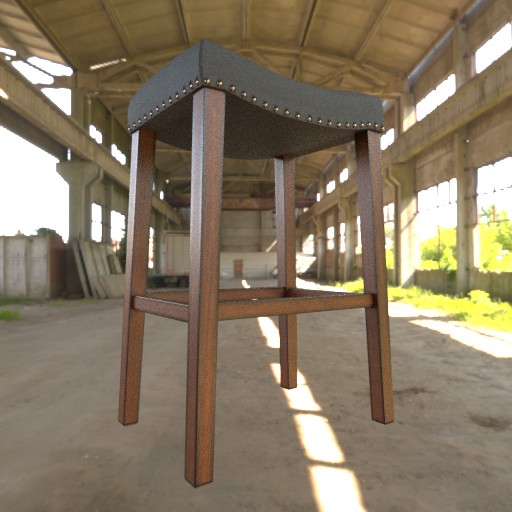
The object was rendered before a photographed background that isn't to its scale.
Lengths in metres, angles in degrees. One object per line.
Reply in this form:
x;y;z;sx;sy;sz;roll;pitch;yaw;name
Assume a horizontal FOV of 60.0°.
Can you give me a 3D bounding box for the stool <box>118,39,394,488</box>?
0.000;0.000;1.001;0.502;0.748;0.366;1;-1;-36;stool
